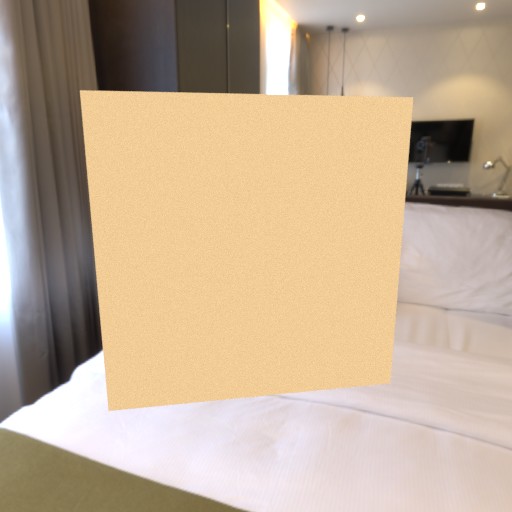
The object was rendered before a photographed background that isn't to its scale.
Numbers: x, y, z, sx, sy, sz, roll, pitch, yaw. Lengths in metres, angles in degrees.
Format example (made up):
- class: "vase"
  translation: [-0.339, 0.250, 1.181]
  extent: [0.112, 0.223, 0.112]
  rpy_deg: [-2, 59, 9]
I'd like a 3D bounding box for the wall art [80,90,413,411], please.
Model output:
- class: "wall art"
  translation: [0.000, 0.000, 0.814]
  extent: [0.559, 0.559, 0.028]
  rpy_deg: [-2, 14, -10]
